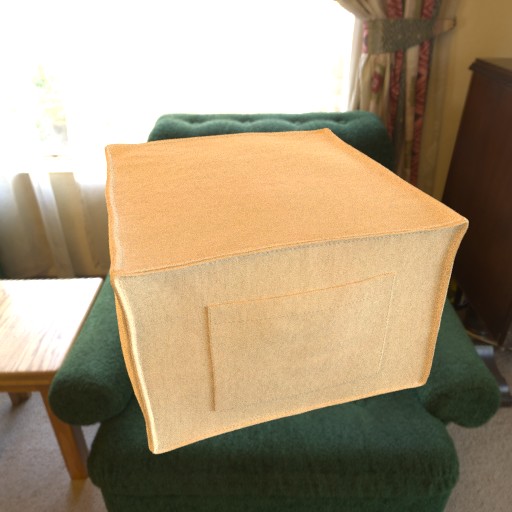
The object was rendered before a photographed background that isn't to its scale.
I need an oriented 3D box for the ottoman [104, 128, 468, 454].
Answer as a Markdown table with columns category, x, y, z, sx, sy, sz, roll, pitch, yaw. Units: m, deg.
| category | x | y | z | sx | sy | sz | roll | pitch | yaw |
| --- | --- | --- | --- | --- | --- | --- | --- | --- | --- |
| ottoman | 0.000 | 0.000 | 1.144 | 0.707 | 0.470 | 0.696 | -9 | 32 | -15 |
